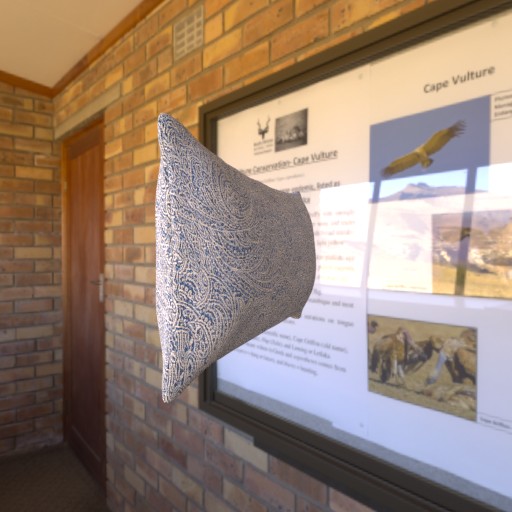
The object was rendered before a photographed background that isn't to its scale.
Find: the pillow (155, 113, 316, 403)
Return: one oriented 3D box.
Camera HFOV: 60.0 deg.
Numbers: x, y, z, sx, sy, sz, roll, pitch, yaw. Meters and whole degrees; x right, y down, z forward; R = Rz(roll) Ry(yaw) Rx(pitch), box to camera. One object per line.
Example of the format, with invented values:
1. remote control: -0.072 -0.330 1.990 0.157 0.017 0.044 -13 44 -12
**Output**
1. pillow: 0.000 0.000 0.735 0.151 0.295 0.615 0 1 18
